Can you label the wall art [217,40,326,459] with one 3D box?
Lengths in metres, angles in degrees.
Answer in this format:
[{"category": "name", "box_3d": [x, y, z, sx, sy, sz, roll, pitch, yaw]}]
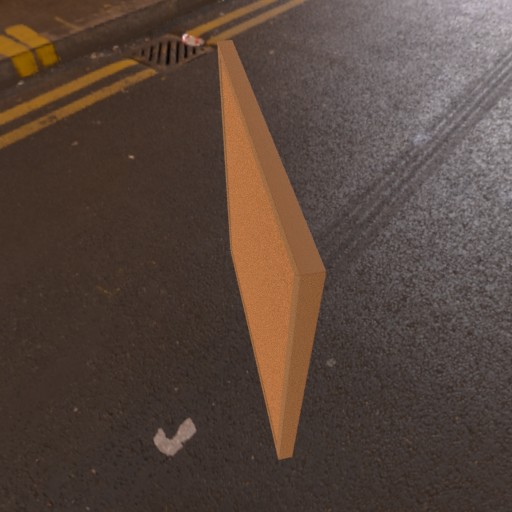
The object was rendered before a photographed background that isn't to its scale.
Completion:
[{"category": "wall art", "box_3d": [0.000, 0.000, 1.128, 0.037, 0.761, 0.761, -9, 49, -8]}]
